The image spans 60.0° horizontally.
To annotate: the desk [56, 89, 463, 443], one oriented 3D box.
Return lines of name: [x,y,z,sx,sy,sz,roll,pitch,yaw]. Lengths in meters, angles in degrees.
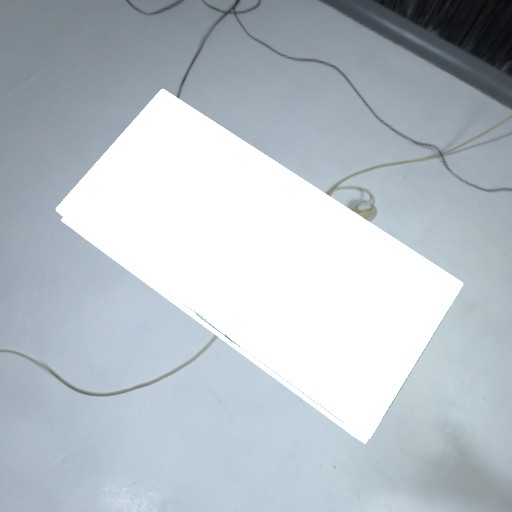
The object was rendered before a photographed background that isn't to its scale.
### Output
desk: [0.000,0.000,2.343,1.900,0.526,0.900,35,78,9]
